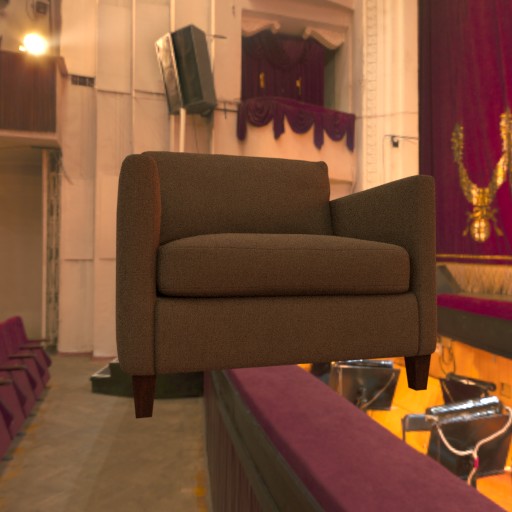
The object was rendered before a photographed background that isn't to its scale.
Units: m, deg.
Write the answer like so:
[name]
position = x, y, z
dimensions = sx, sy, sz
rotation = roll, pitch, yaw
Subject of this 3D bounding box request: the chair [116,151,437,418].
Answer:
[chair]
position = 0.000, 0.000, 1.837
dimensions = 1.107, 0.963, 0.959
rotation = 0, -1, -17
